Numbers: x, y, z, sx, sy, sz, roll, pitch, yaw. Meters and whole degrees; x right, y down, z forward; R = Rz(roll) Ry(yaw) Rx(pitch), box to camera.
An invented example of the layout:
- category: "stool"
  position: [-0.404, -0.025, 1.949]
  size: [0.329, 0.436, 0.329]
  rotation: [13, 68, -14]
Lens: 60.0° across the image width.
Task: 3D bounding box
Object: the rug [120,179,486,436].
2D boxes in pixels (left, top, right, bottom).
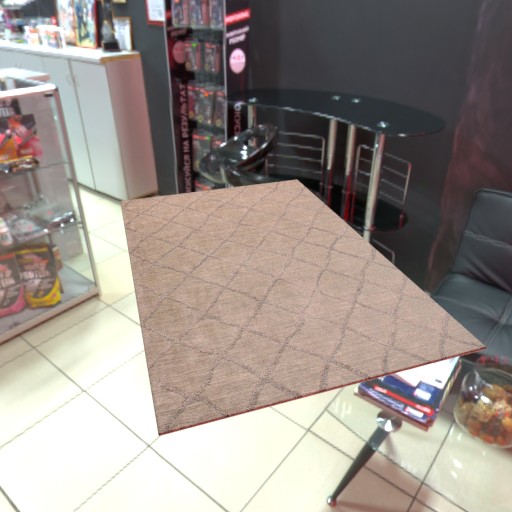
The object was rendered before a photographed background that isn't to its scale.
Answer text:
- category: "rug"
  position: [0.000, 0.000, 2.800]
  size: [1.521, 0.015, 2.280]
  rotation: [-10, 32, -16]
